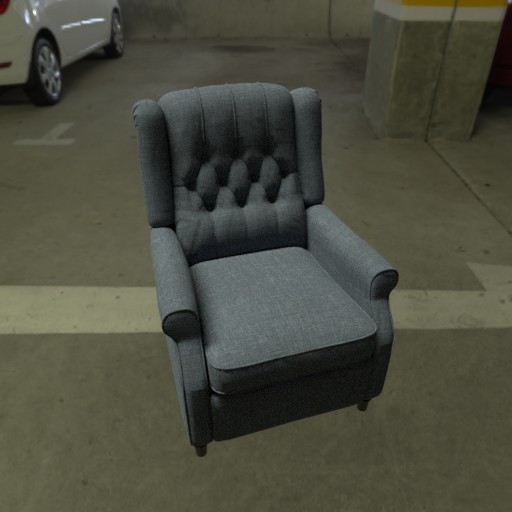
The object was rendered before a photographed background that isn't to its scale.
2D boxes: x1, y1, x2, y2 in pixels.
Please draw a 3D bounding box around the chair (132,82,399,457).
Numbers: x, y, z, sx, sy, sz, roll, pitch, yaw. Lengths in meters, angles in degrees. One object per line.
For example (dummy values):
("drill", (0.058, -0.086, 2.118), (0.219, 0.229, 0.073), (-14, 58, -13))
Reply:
("chair", (0.000, 0.000, 1.580), (0.742, 1.035, 0.898), (-10, 34, -15))
